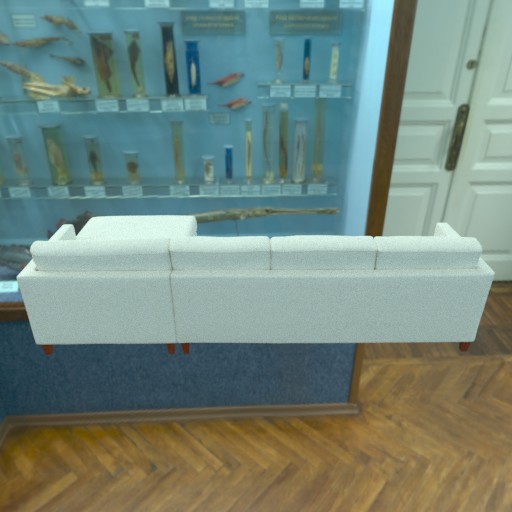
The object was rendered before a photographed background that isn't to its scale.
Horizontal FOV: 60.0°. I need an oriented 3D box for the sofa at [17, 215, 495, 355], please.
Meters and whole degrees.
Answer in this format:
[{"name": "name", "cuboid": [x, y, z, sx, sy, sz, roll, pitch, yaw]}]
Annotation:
[{"name": "sofa", "cuboid": [0.000, 0.000, 3.989, 3.471, 0.954, 1.606, 0, 29, -1]}]
